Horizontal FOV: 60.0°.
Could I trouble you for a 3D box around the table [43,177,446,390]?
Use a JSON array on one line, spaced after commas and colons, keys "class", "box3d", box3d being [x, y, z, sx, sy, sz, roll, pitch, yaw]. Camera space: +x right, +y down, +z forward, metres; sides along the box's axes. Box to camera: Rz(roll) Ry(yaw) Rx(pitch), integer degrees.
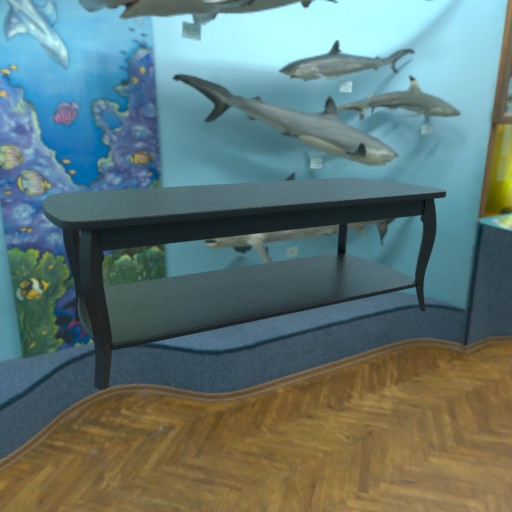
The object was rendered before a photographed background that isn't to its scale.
[{"class": "table", "box3d": [0.000, 0.000, 1.586, 1.333, 0.457, 0.571, -8, 17, -26]}]
